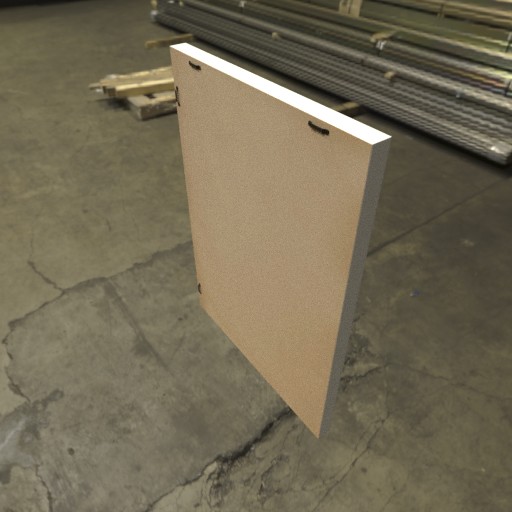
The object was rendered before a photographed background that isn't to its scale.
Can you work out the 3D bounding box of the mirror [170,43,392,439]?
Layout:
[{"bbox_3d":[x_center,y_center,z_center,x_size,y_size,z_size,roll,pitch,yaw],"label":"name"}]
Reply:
[{"bbox_3d":[0.000,0.000,0.919,0.040,0.710,0.507,-26,47,-27],"label":"mirror"}]
